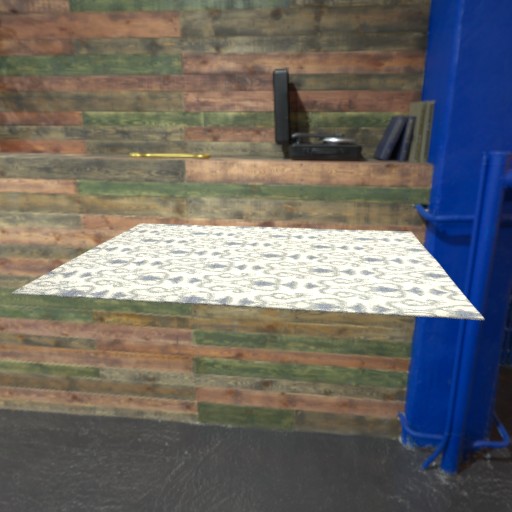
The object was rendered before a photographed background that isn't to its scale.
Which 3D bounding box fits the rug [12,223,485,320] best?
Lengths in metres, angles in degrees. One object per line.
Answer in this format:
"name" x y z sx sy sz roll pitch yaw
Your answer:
"rug" 0.000 0.000 2.872 2.261 0.013 1.676 2 17 8
